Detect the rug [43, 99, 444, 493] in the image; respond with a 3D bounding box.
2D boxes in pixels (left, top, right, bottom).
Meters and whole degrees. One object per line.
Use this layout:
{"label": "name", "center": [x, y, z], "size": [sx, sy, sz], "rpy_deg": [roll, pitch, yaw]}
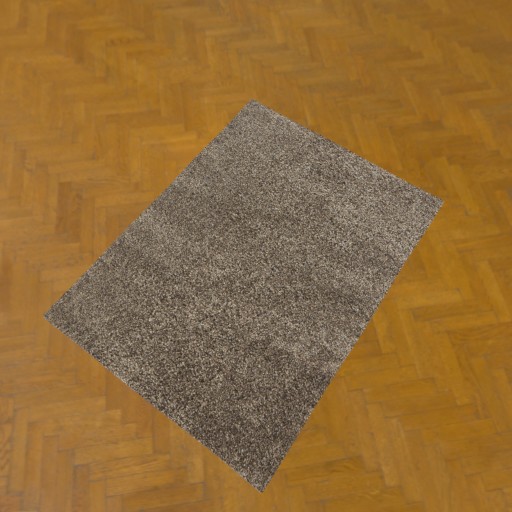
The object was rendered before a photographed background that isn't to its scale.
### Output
{"label": "rug", "center": [0.000, 0.000, 2.113], "size": [1.198, 0.025, 1.601], "rpy_deg": [33, 68, 15]}
